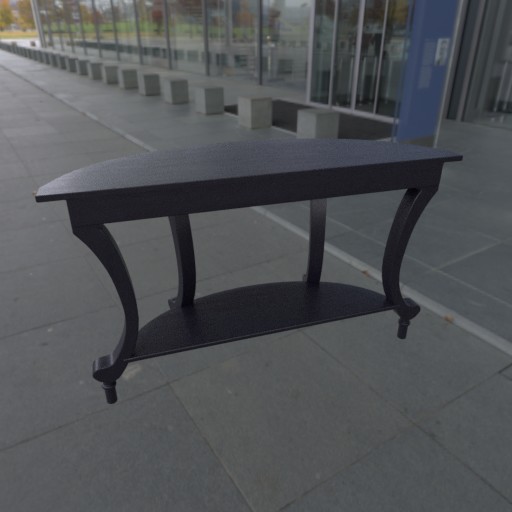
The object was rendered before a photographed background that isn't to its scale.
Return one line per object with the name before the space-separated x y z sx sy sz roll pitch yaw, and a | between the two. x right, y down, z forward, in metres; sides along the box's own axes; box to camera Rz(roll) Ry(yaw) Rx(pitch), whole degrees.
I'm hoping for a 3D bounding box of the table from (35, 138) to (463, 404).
table | 0.000 0.000 1.509 1.198 0.692 0.394 -8 28 -16
